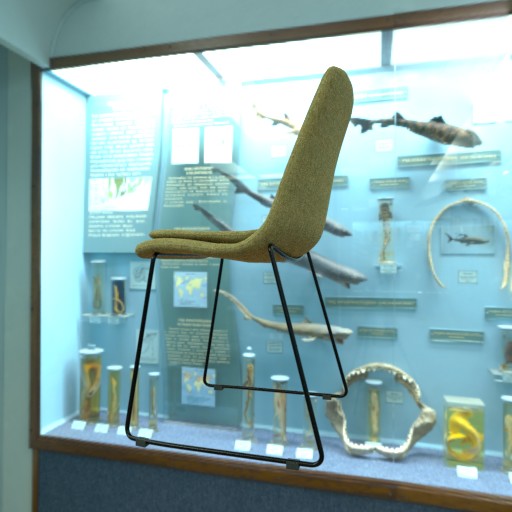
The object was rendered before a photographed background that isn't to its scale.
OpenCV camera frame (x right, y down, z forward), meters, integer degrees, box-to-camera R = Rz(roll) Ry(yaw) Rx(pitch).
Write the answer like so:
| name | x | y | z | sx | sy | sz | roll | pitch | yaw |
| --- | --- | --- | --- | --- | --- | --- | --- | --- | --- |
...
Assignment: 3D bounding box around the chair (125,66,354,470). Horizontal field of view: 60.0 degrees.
| name | x | y | z | sx | sy | sz | roll | pitch | yaw |
| --- | --- | --- | --- | --- | --- | --- | --- | --- | --- |
| chair | 0.000 | 0.000 | 1.152 | 0.496 | 0.849 | 0.479 | 0 | -1 | 17 |
